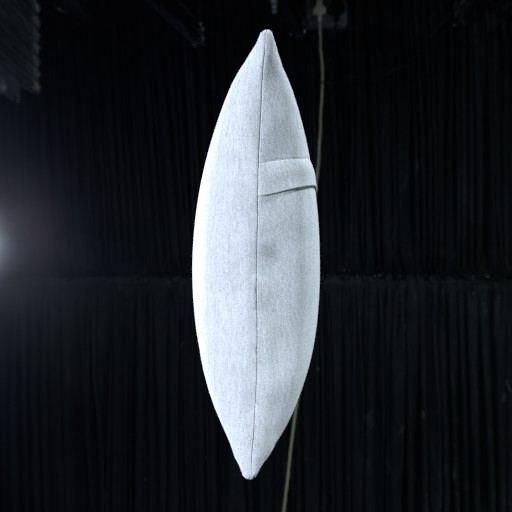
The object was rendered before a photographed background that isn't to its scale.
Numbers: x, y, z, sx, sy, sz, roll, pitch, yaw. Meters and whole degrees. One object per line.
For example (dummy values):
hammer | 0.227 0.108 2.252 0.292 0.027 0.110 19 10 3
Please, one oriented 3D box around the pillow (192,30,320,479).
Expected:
pillow | 0.000 0.000 0.638 0.173 0.436 0.433 0 0 0
